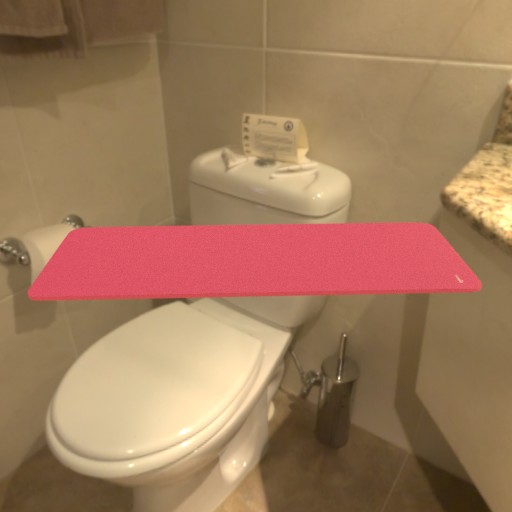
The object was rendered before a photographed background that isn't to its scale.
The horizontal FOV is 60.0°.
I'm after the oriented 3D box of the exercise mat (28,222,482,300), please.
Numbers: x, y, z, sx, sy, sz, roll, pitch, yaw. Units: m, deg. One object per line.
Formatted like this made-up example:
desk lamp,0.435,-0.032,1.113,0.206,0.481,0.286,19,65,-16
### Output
exercise mat,0.000,0.000,2.051,1.884,0.021,0.616,-1,30,-2
